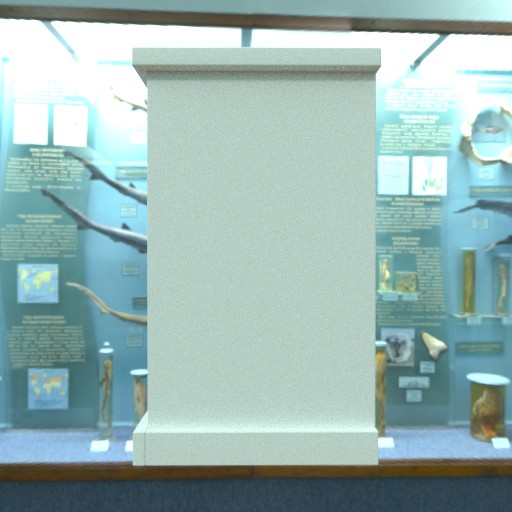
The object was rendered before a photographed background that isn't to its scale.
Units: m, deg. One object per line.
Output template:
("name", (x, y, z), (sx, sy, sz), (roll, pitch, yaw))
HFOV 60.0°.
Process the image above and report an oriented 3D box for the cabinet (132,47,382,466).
("cabinet", (0.000, 0.000, 1.022), (0.431, 0.723, 0.520), (0, 1, 0))
